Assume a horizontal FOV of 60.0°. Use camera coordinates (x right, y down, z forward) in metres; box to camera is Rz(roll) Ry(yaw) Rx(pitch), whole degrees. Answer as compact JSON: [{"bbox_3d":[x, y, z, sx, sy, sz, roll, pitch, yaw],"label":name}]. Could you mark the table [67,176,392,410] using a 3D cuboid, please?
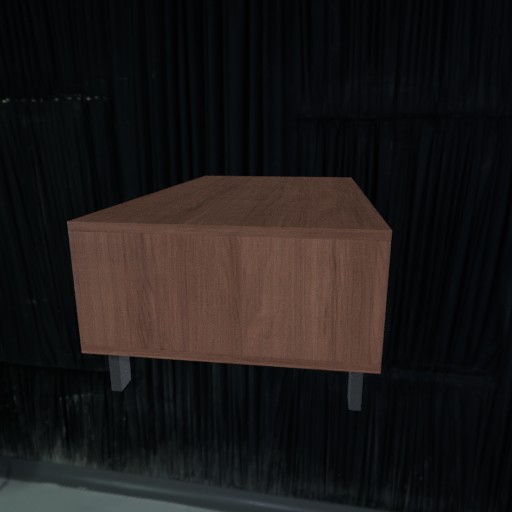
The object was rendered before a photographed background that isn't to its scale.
[{"bbox_3d":[0.000,0.000,1.314,0.600,0.380,1.020,2,15,8],"label":"table"}]
